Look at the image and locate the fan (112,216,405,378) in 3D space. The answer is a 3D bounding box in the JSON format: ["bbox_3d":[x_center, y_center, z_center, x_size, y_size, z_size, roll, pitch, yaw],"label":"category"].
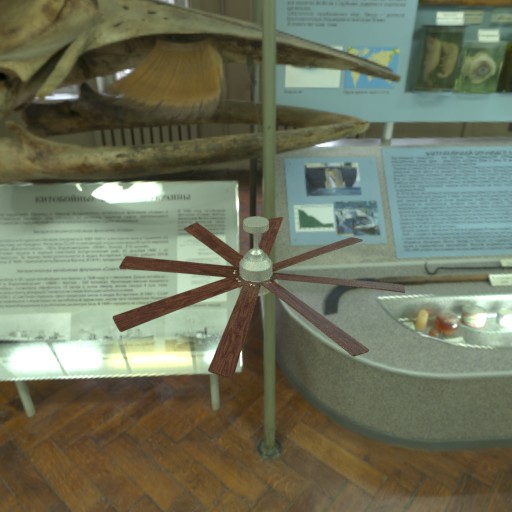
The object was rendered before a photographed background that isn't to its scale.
[{"bbox_3d":[0.000,0.000,2.774,1.830,0.472,1.830,-18,33,-30],"label":"fan"}]
